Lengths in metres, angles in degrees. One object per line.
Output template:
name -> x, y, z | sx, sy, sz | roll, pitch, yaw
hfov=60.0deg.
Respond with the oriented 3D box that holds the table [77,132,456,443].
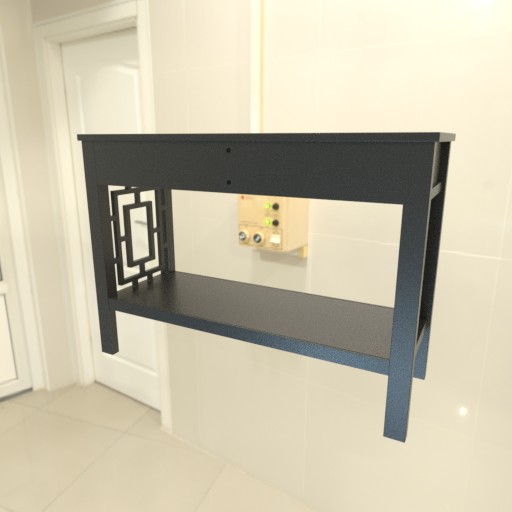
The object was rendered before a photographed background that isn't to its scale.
table -> 0.000, 0.000, 1.419 | 1.068, 0.753, 0.397 | 8, 17, 27
